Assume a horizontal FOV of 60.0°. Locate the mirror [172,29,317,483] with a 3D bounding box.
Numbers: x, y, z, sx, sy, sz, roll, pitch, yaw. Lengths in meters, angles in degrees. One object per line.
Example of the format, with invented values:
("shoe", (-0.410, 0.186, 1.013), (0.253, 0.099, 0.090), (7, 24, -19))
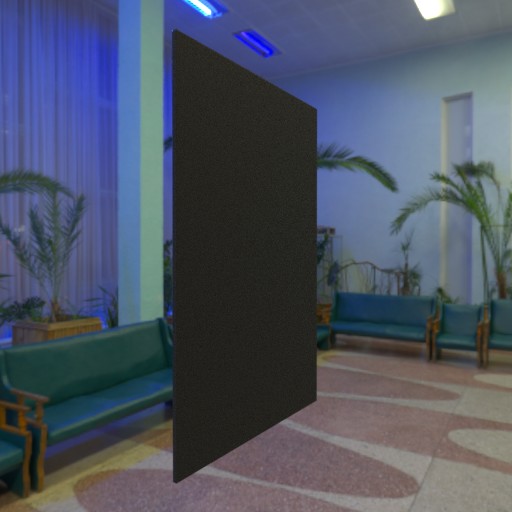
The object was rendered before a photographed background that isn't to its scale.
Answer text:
("mirror", (0.000, 0.000, 1.152), (0.039, 0.914, 0.613), (0, 1, 35))
